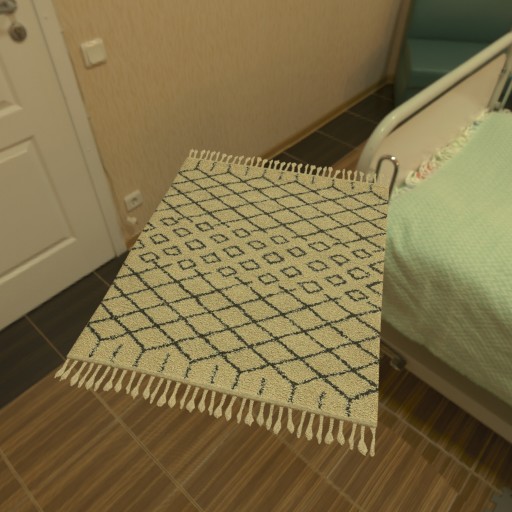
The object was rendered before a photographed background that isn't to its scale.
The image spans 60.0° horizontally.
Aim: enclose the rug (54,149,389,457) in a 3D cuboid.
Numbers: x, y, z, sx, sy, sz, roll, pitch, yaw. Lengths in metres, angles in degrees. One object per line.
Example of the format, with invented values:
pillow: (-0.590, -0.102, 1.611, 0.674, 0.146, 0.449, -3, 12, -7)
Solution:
rug: (0.000, 0.000, 4.197, 2.388, 0.030, 3.213, 10, 47, 9)
